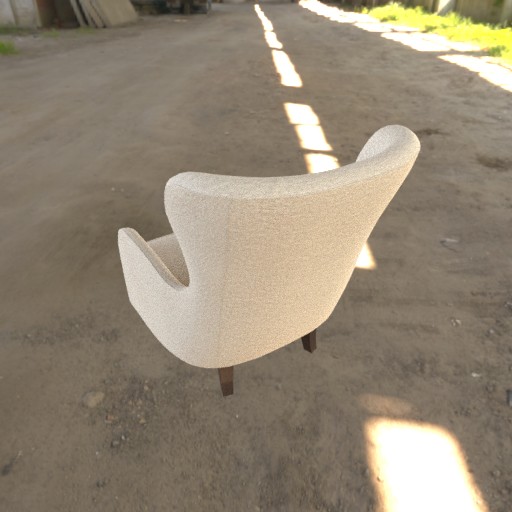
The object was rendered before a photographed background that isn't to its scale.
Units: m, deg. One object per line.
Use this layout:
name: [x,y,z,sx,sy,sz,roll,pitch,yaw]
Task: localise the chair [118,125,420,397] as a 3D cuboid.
chair: [0.000,0.000,1.780,0.861,1.064,0.984,-20,37,-28]
